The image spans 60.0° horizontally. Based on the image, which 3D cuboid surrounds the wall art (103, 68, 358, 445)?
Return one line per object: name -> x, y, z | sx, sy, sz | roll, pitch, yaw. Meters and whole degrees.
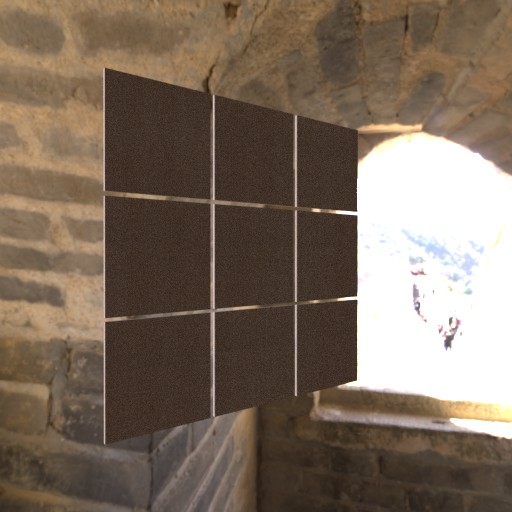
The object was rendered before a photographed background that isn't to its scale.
wall art -> 0.000, 0.000, 1.796 | 1.219, 1.218, 0.013 | 0, 0, -36
